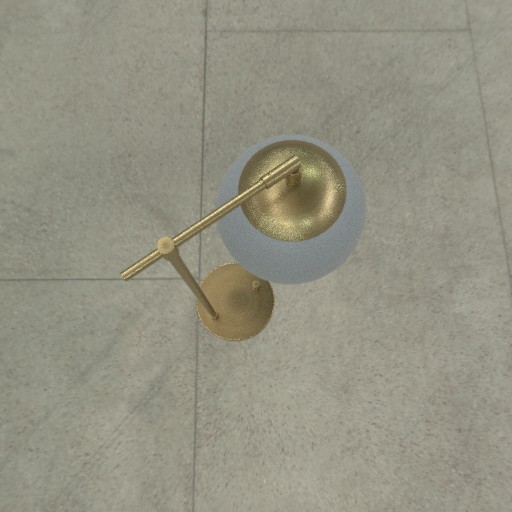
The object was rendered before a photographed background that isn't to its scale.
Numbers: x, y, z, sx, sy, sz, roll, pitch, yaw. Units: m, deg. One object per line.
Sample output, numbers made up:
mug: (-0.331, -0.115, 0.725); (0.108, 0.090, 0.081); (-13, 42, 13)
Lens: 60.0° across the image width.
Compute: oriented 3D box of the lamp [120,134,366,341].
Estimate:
lamp: (0.000, 0.000, 0.724); (0.324, 0.559, 0.207); (-35, 78, -9)
